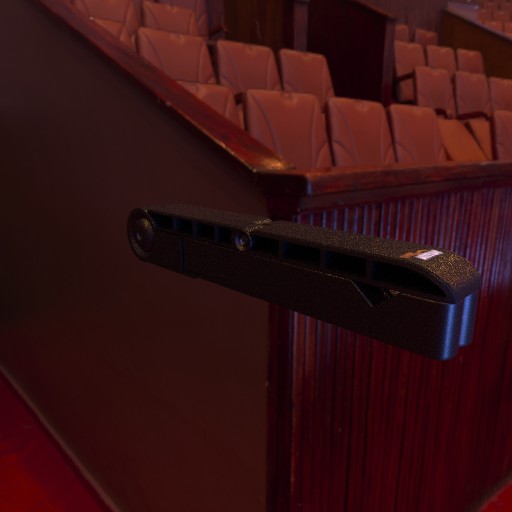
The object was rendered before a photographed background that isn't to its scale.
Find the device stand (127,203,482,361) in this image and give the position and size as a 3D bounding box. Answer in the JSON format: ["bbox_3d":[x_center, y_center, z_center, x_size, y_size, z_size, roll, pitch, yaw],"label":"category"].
[{"bbox_3d":[0.000,0.000,0.194,0.179,0.030,0.026,14,21,43],"label":"device stand"}]
